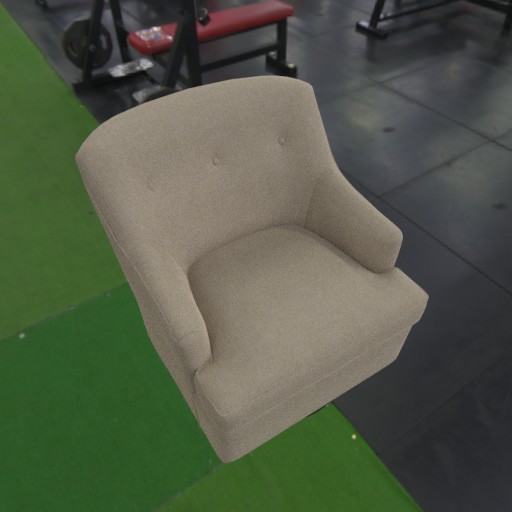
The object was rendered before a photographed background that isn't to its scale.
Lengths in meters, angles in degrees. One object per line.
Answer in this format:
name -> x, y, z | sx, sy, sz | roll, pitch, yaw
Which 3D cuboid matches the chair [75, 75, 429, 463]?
chair -> 0.000, 0.000, 1.535 | 0.864, 0.856, 0.923 | -24, 51, -21
